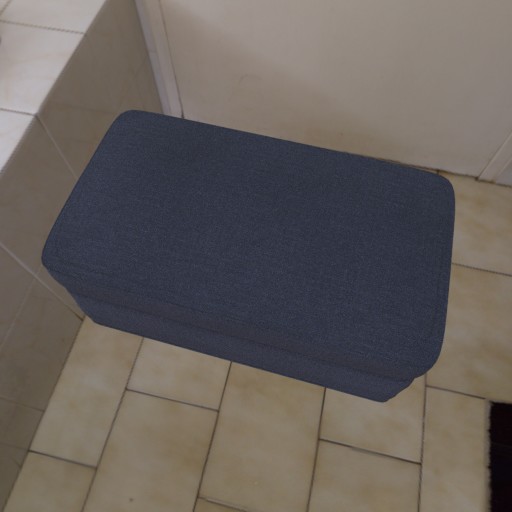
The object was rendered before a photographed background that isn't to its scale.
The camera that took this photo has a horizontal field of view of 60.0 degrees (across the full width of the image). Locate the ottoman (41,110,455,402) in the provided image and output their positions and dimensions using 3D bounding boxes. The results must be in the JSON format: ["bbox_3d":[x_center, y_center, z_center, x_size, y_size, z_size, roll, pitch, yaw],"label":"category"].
[{"bbox_3d":[0.000,0.000,1.188,0.895,0.453,0.505,14,64,7],"label":"ottoman"}]
